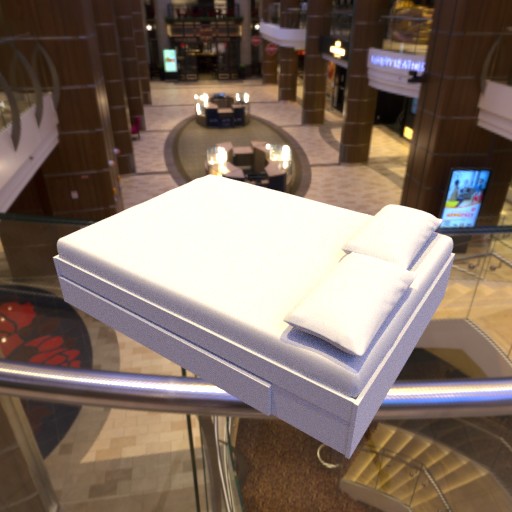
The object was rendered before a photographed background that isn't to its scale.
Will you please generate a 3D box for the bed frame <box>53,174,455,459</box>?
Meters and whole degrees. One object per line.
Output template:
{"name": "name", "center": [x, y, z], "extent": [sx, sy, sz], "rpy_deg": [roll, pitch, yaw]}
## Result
{"name": "bed frame", "center": [0.000, 0.000, 2.672], "extent": [1.950, 0.629, 1.450], "rpy_deg": [20, 35, 30]}
